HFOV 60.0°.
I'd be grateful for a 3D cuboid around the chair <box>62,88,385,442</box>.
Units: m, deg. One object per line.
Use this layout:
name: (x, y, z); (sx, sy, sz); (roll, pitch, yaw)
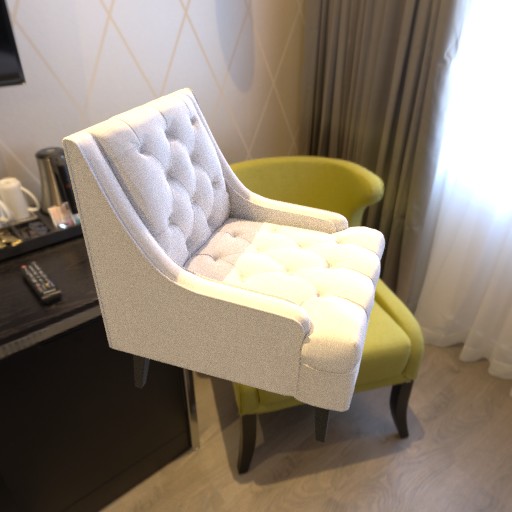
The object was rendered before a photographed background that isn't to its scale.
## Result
chair: (0.000, 0.000, 1.427); (0.772, 0.891, 0.658); (10, 33, 16)
